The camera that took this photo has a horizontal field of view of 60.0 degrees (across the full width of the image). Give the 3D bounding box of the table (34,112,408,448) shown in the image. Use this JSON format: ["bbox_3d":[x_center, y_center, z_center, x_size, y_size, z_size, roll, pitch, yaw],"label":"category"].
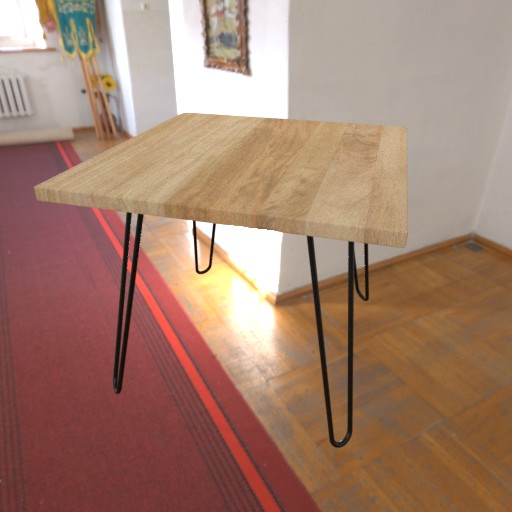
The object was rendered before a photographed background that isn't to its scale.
[{"bbox_3d":[0.000,0.000,1.038,0.599,0.500,0.599,8,31,14],"label":"table"}]
